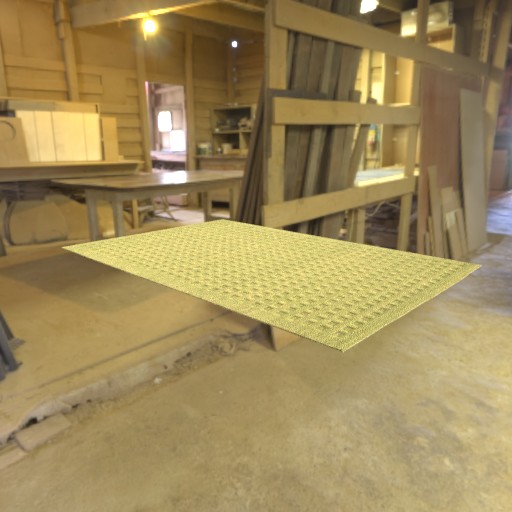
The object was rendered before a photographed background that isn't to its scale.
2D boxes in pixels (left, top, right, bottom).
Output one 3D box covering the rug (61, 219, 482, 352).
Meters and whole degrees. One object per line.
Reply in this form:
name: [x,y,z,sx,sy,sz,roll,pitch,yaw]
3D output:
rug: [0.000,0.000,2.870,2.297,0.007,1.529,13,20,41]
